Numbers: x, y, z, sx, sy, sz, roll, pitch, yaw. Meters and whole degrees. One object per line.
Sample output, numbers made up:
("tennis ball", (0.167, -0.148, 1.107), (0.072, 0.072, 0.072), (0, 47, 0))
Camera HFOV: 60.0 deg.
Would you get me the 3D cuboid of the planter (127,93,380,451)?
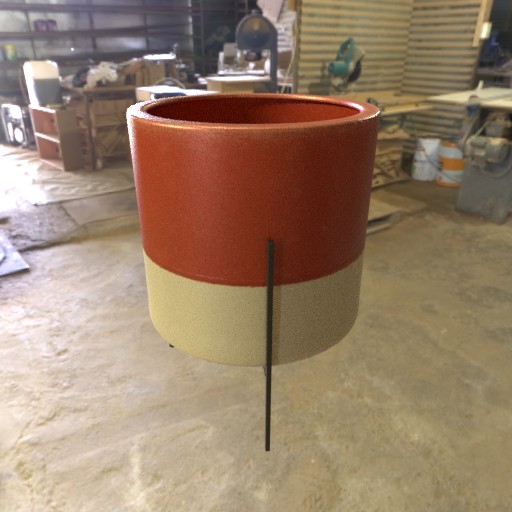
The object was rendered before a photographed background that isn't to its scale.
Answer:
("planter", (0.000, 0.000, 0.717), (0.354, 0.465, 0.345), (-18, 31, -33))
